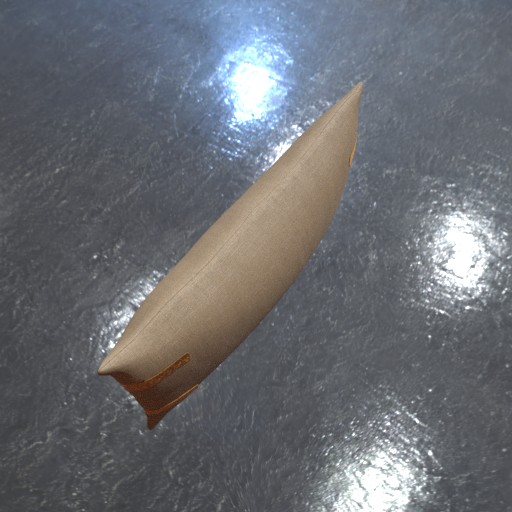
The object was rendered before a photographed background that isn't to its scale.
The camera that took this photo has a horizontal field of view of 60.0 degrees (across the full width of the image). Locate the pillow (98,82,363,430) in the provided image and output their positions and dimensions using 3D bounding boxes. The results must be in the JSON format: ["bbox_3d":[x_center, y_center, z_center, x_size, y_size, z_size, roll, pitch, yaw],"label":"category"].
[{"bbox_3d":[0.000,0.000,0.740,0.148,0.308,0.612,32,64,18],"label":"pillow"}]
